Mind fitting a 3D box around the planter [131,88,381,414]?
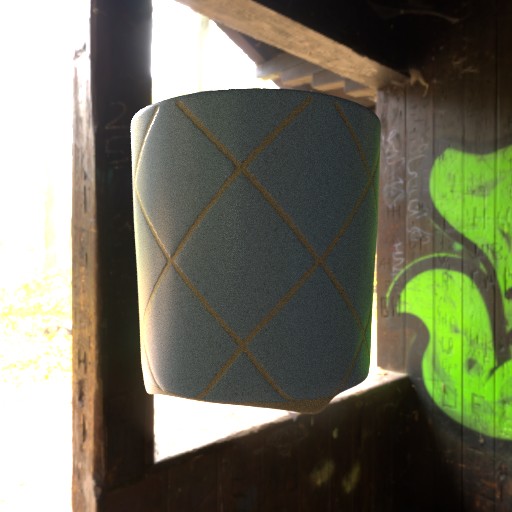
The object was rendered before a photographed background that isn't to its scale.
[{"bbox_3d":[0.000,0.000,0.419,0.227,0.235,0.227,0,0,0],"label":"planter"}]
